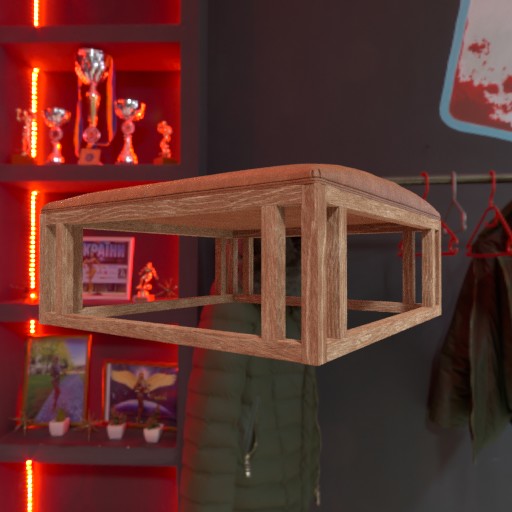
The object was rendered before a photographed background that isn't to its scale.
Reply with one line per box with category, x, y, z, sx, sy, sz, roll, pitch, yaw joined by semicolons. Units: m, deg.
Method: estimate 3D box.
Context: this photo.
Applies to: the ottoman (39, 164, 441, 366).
ottoman;0.000;0.000;1.558;1.016;0.442;1.013;0;-1;35
